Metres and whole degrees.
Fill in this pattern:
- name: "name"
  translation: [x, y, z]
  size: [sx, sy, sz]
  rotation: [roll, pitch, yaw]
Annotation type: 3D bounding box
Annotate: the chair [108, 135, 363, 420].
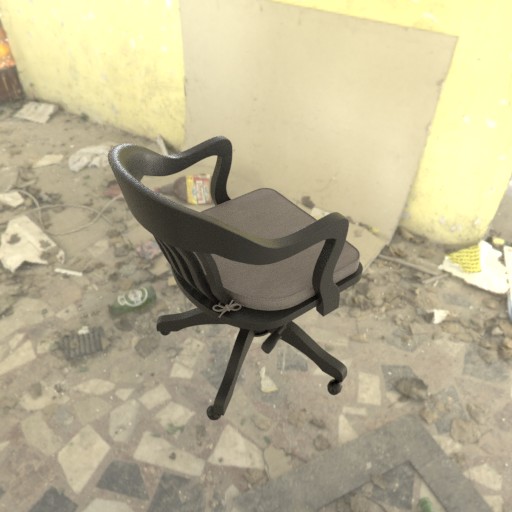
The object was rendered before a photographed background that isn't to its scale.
- name: "chair"
  translation: [0.000, 0.000, 1.481]
  size: [0.788, 0.878, 0.750]
  rotation: [-24, 46, -26]
